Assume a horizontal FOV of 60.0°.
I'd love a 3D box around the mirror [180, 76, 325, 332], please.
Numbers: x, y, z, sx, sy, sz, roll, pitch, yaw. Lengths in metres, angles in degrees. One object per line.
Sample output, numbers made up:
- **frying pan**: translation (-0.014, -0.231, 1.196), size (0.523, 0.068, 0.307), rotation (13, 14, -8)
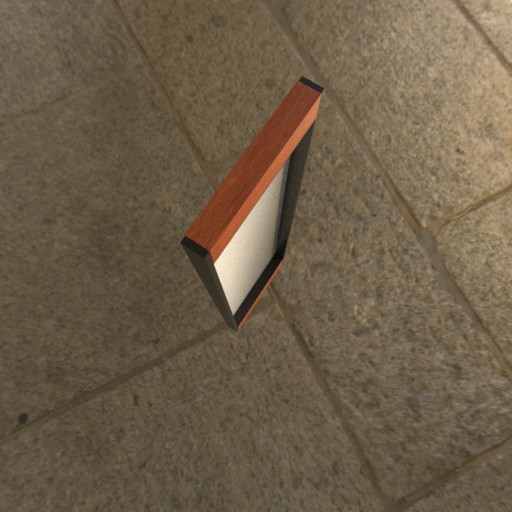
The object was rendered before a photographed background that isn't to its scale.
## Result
- **mirror**: translation (0.000, 0.000, 1.228), size (0.047, 1.123, 0.343), rotation (32, 77, 8)
